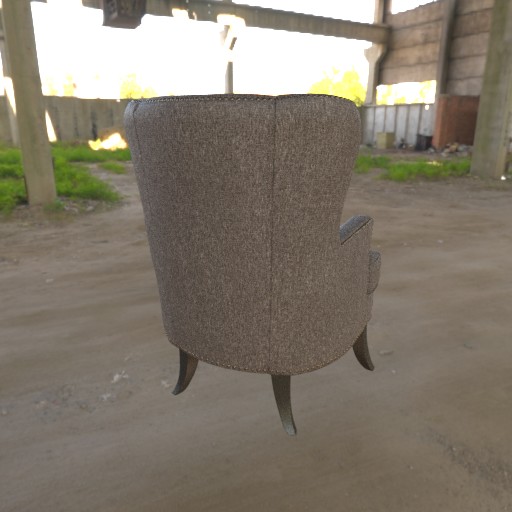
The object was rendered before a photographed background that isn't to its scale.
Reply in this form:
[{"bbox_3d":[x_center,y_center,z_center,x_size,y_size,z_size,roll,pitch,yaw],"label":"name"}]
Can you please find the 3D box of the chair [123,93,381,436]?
[{"bbox_3d":[0.000,0.000,1.589,0.759,1.060,0.758,9,19,27],"label":"chair"}]
